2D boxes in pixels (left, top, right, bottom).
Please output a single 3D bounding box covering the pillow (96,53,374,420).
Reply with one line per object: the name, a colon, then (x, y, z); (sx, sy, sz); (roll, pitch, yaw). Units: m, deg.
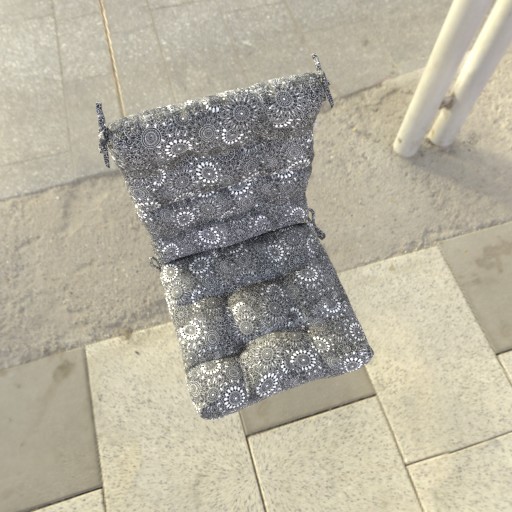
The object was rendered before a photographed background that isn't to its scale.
pillow: (0.000, 0.000, 1.034); (0.519, 0.605, 0.571); (-17, 65, -8)
